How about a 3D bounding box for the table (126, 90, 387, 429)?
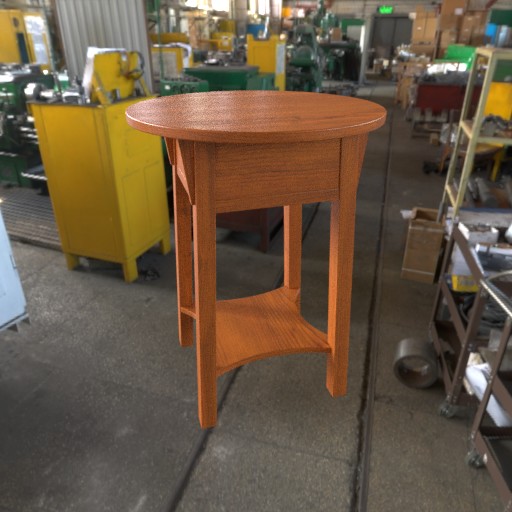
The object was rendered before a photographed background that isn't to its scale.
[{"bbox_3d":[0.000,0.000,0.940,0.457,0.610,0.457,0,27,0],"label":"table"}]
